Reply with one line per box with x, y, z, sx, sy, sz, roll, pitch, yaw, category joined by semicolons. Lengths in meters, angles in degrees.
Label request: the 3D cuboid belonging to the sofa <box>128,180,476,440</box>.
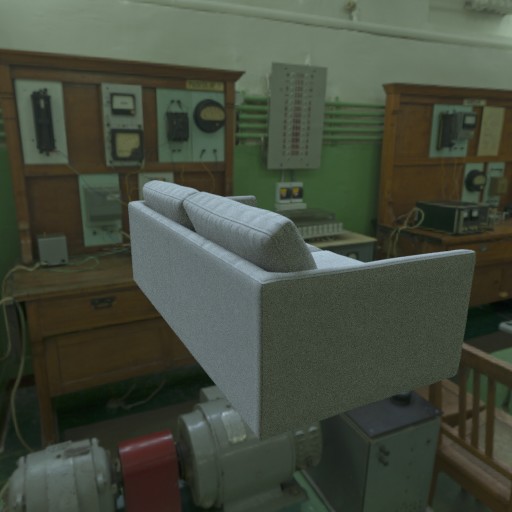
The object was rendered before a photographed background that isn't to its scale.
0.000;0.000;2.745;1.090;0.838;2.588;-7;16;-26;sofa
